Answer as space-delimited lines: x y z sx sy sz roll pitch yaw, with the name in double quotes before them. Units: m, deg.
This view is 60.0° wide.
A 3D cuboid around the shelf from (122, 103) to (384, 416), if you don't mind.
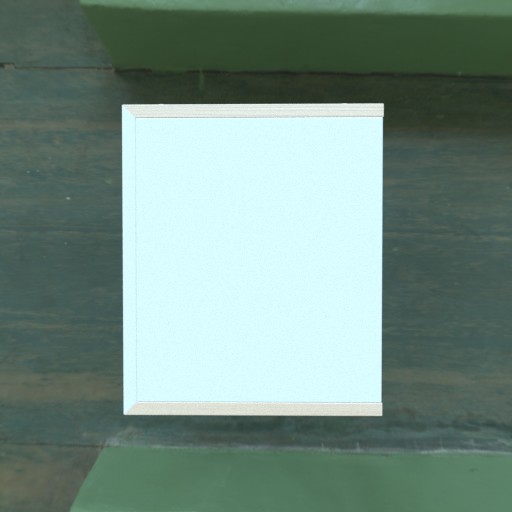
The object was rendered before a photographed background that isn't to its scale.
"shelf" 0.000 0.000 0.793 0.290 0.600 0.350 0 91 1
